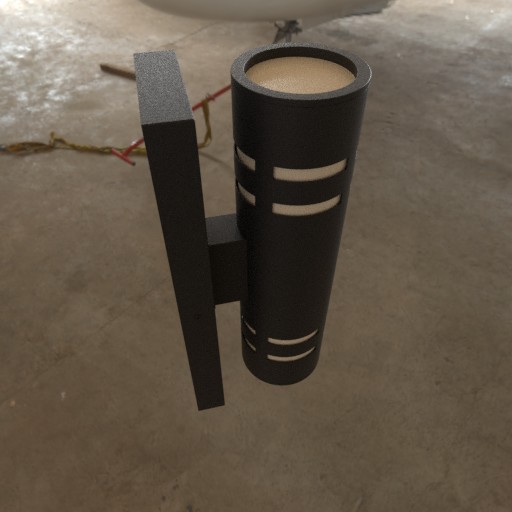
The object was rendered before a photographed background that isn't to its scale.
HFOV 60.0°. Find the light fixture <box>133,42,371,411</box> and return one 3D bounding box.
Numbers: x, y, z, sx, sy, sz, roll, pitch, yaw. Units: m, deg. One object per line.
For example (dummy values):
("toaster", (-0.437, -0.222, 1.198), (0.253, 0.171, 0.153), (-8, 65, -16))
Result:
("light fixture", (0.000, 0.000, 0.399), (0.149, 0.330, 0.105), (-10, 46, -9))
